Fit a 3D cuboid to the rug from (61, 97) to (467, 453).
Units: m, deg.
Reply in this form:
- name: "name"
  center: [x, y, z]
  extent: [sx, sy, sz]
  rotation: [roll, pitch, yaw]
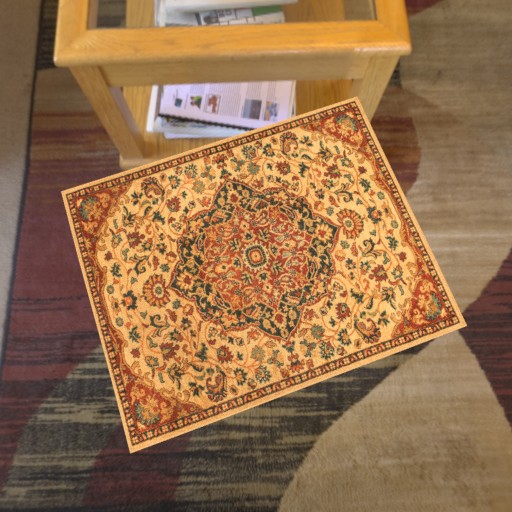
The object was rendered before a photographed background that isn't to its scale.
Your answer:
- name: "rug"
  center: [0.000, 0.000, 4.058]
  extent: [3.067, 0.005, 2.454]
  rotation: [-19, 76, -5]
